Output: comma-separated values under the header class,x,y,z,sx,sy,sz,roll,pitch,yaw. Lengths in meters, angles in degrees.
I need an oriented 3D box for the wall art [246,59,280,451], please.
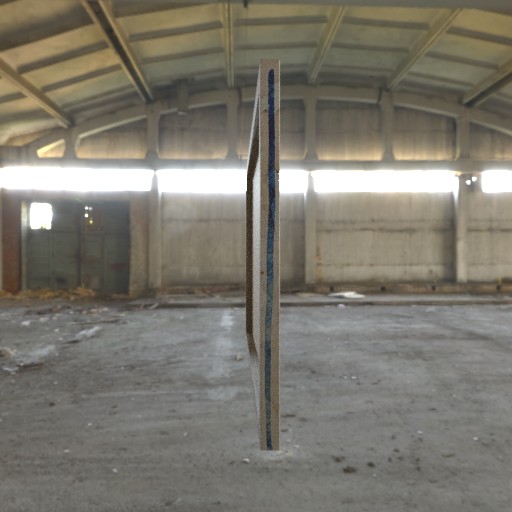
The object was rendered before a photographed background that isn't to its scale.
class,x,y,z,sx,sy,sz,roll,pitch,yaw
wall art,0.000,0.000,1.427,0.038,0.757,1.143,0,0,-3
